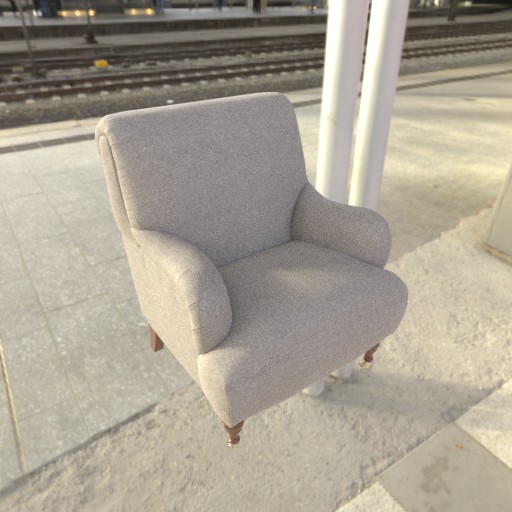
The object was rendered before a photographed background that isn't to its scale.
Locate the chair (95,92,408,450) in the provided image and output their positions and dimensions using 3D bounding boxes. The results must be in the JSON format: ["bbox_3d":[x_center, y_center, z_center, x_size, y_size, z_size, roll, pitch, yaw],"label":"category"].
[{"bbox_3d":[0.000,0.000,1.553,0.766,0.942,0.843,-20,36,-30],"label":"chair"}]
